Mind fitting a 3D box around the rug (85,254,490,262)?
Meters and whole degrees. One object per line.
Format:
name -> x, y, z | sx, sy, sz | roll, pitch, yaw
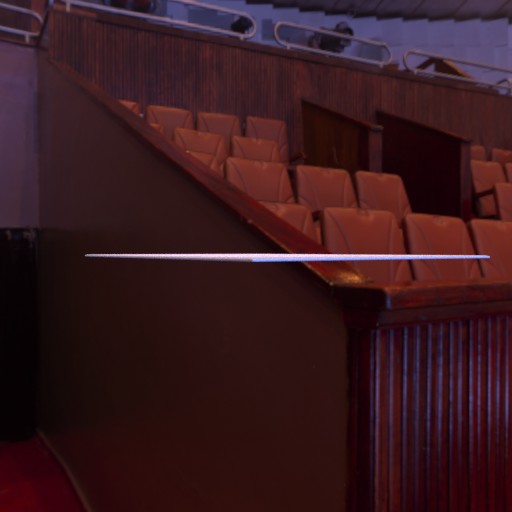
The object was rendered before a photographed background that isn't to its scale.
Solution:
rug -> 0.000, 0.000, 2.875 | 1.589, 0.014, 2.205 | 0, 1, -35
